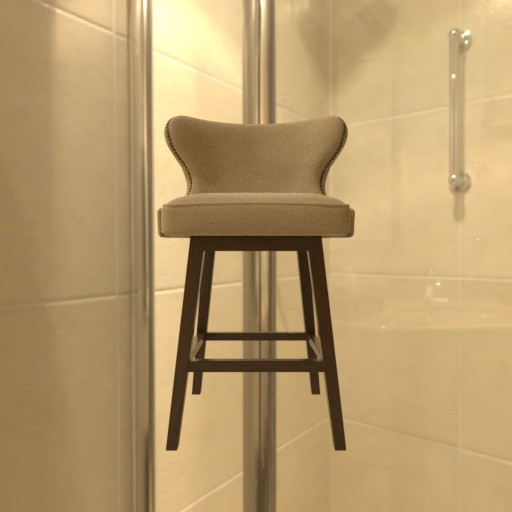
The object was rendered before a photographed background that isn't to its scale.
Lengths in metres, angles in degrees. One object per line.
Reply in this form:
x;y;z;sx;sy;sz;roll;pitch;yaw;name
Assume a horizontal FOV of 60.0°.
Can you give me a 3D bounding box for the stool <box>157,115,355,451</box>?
0.000;0.000;1.370;0.615;0.972;0.597;0;1;0;stool
